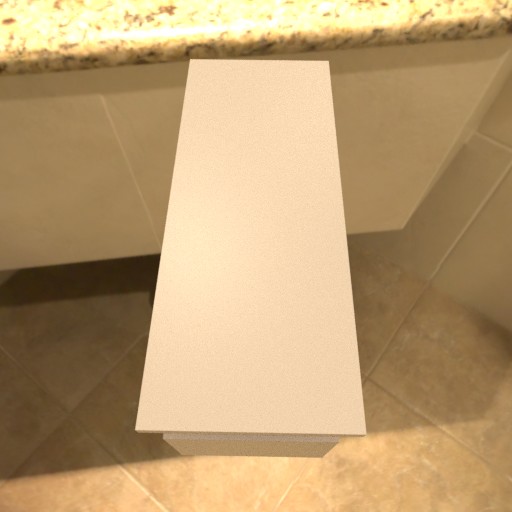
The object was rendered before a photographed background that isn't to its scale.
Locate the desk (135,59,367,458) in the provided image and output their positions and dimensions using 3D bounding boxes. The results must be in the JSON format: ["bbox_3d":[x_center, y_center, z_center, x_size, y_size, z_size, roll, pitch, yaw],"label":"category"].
[{"bbox_3d":[0.000,0.000,1.875,0.603,0.773,1.530,1,59,1],"label":"desk"}]
